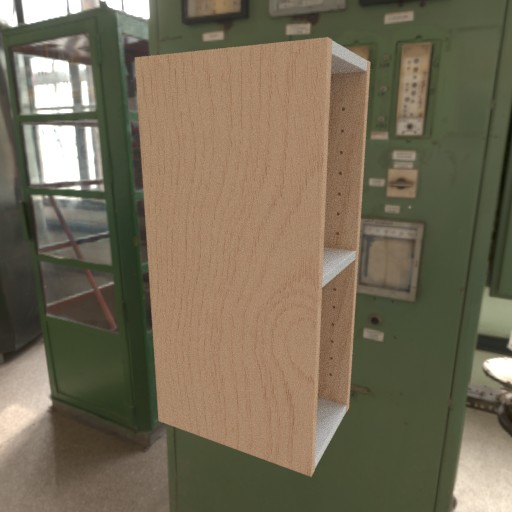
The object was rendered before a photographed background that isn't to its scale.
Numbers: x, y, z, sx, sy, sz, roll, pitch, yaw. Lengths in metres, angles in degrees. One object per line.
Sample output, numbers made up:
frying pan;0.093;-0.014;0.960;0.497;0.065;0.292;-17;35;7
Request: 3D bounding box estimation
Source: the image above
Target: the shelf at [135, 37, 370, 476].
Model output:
shelf;0.000;0.000;0.733;0.290;0.600;0.200;8;17;27
